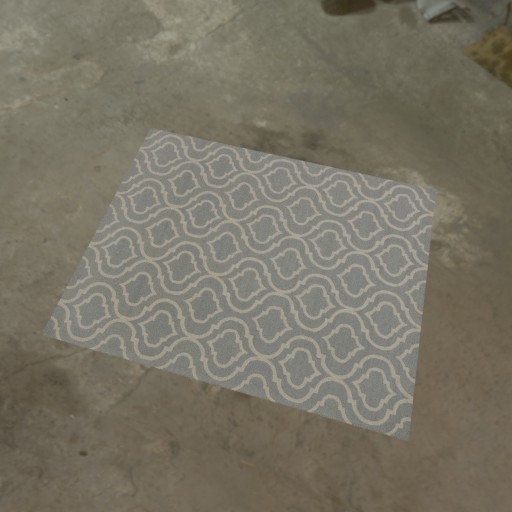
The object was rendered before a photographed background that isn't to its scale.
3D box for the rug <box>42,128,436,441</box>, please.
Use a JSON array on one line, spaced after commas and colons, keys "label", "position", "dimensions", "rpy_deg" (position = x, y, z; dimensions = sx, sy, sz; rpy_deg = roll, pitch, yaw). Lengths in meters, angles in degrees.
[{"label": "rug", "position": [0.000, 0.000, 3.854], "dimensions": [2.892, 0.006, 2.283], "rpy_deg": [14, 63, 7]}]
